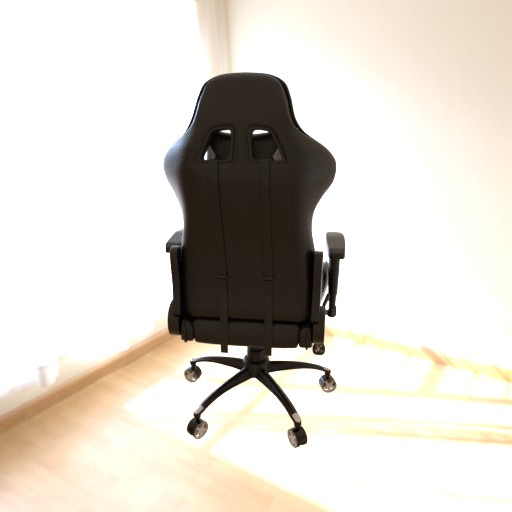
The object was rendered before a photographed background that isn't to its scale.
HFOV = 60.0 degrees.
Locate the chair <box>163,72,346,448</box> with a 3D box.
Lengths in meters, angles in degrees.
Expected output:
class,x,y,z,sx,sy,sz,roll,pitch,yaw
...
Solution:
class,x,y,z,sx,sy,sz,roll,pitch,yaw
chair,0.000,0.000,1.738,0.730,1.285,0.695,2,17,7
